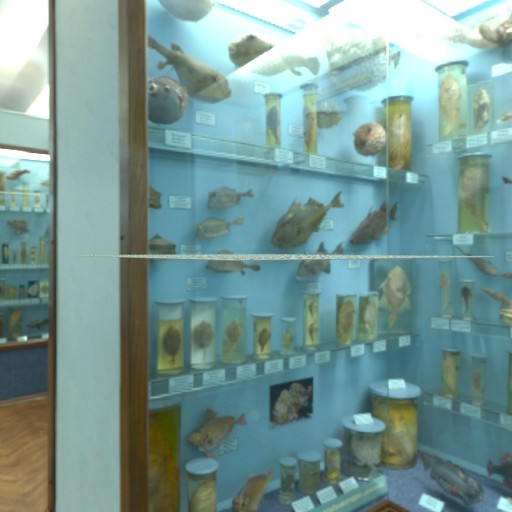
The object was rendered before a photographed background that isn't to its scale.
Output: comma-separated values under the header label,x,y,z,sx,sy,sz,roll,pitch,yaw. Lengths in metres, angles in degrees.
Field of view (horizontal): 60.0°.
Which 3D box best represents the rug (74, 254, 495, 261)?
label,x,y,z,sx,sy,sz,roll,pitch,yaw
rug,0.000,0.000,4.003,2.421,0.008,3.045,0,1,-35
